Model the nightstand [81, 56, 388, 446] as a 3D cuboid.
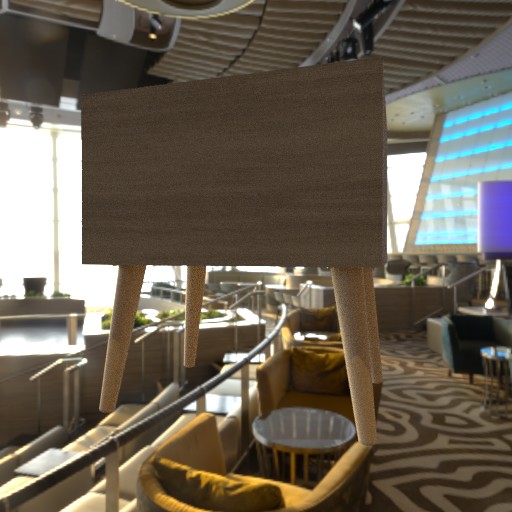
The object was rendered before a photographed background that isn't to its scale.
[{"bbox_3d":[0.000,0.000,0.802,0.450,0.500,0.380,0,0,17],"label":"nightstand"}]
